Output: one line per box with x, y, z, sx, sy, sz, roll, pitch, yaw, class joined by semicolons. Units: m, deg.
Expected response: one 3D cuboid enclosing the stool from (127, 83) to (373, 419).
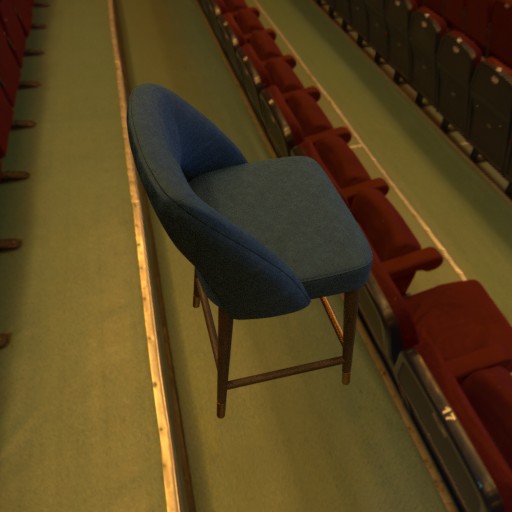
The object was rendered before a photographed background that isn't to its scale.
0.000;0.000;1.236;0.524;0.925;0.536;-11;48;-10;stool
